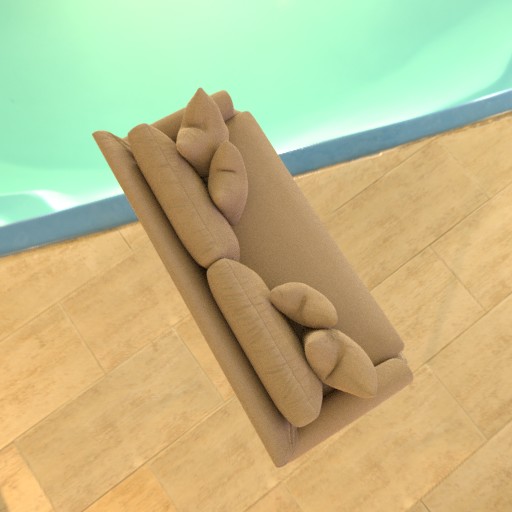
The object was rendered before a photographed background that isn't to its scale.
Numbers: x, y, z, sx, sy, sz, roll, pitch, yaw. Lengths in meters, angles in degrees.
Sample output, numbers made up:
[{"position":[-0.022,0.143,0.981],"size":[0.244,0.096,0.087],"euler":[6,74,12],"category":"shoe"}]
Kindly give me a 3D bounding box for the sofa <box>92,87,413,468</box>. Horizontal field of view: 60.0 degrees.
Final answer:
[{"position":[0.000,0.000,2.847],"size":[1.067,0.904,2.285],"euler":[-30,77,-8],"category":"sofa"}]
